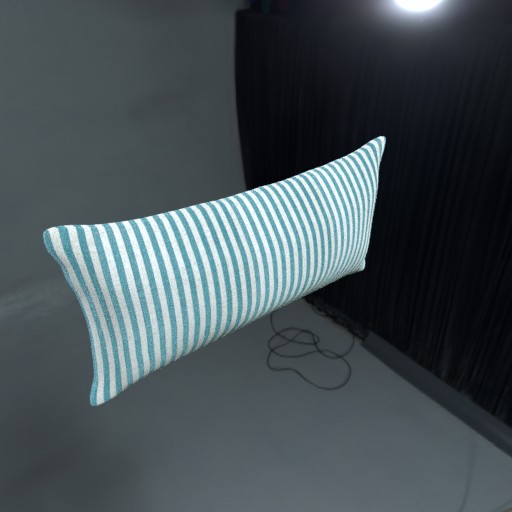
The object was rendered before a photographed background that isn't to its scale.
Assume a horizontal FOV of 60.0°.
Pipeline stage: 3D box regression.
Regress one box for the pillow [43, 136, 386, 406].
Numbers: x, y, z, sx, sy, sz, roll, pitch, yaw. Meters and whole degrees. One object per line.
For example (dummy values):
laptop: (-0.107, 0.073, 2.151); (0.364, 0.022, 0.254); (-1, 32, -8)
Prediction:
pillow: (0.000, 0.000, 0.740); (0.617, 0.295, 0.151); (-22, 37, -32)
